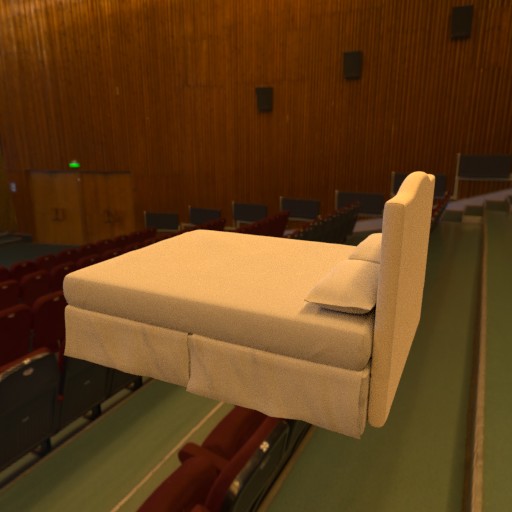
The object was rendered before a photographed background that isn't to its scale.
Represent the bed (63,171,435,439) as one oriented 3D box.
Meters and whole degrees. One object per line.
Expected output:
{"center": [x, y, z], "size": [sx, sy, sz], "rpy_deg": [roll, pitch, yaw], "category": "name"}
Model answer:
{"center": [0.000, 0.000, 3.623], "size": [2.477, 1.437, 1.977], "rpy_deg": [7, 17, 25], "category": "bed"}
